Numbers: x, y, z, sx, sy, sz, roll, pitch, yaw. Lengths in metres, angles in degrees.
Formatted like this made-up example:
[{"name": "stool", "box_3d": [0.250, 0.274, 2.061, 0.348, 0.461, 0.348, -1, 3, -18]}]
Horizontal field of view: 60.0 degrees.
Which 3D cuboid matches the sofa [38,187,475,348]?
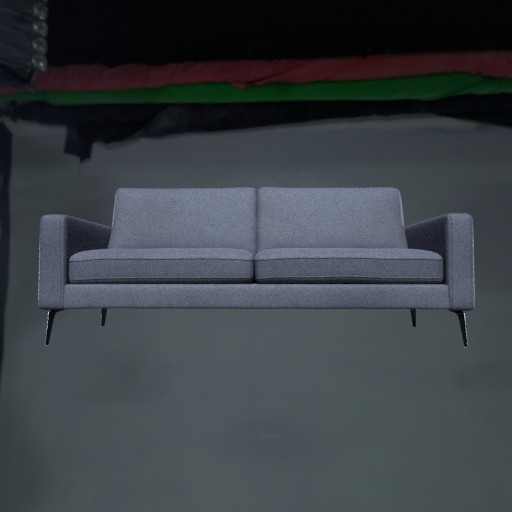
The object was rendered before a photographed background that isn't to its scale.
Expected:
[{"name": "sofa", "box_3d": [0.000, 0.000, 2.327, 1.925, 0.828, 0.774, 0, -2, 1]}]
